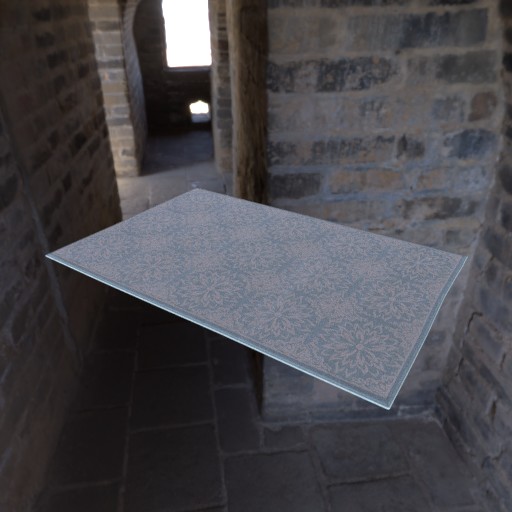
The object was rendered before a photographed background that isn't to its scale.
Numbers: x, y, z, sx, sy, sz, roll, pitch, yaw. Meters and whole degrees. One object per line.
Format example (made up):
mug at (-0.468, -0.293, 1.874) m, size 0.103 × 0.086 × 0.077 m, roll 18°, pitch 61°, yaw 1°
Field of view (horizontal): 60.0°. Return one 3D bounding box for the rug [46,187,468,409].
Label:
rug at (0.000, 0.000, 3.452) m, size 2.746 × 0.018 × 1.819 m, roll 18°, pitch 34°, yaw 29°
